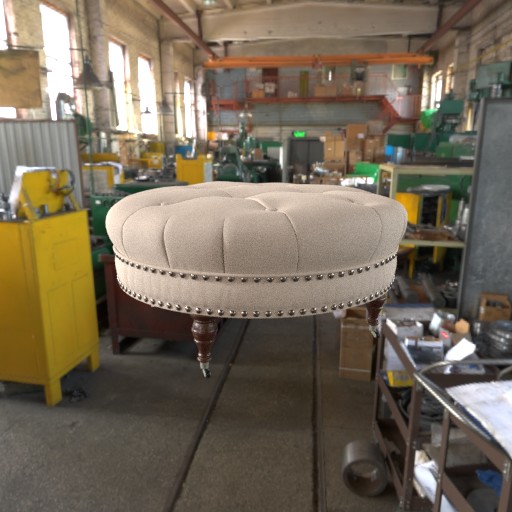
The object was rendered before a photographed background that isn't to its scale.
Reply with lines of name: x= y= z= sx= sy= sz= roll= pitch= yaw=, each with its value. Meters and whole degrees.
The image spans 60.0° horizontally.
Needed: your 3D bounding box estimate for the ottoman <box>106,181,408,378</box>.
ottoman: x=0.000 y=0.000 z=1.406 sx=0.901 sy=0.439 sz=0.901 roll=0 pitch=13 yaw=0
